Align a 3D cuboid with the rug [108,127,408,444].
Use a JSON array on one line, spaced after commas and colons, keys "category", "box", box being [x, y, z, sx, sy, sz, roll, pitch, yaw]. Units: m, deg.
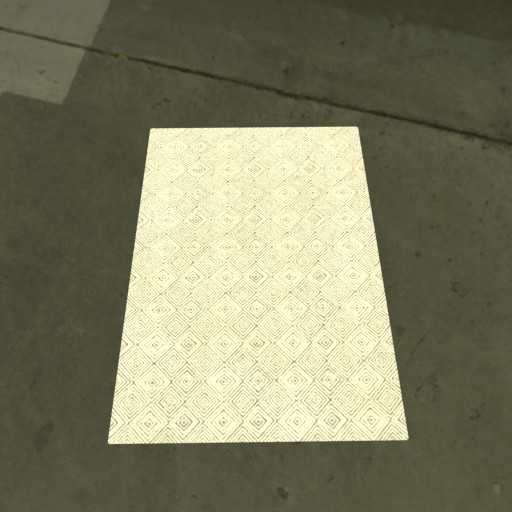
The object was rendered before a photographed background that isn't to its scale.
[{"category": "rug", "box": [0.000, 0.000, 2.879, 1.593, 0.008, 2.238, -1, 62, 0]}]
